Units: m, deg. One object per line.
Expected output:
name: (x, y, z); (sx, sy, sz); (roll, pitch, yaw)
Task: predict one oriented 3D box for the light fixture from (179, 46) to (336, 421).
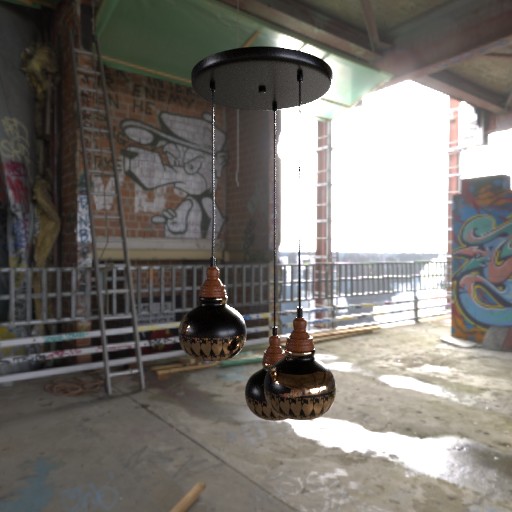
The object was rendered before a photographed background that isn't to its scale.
light fixture: (0.000, 0.000, 1.762); (0.605, 1.410, 0.608); (0, 0, -17)
